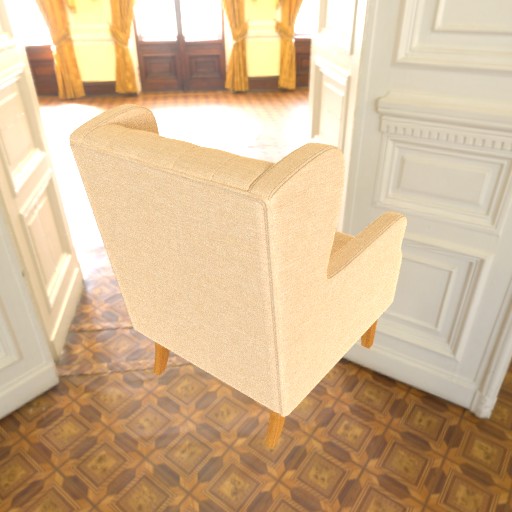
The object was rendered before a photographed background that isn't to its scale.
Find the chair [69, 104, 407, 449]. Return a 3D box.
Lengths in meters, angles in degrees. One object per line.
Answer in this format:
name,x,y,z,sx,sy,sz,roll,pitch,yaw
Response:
chair,0.000,0.000,1.425,0.710,0.930,0.760,21,37,30
